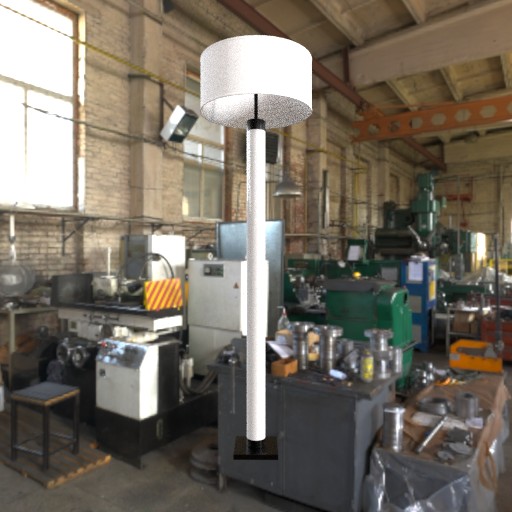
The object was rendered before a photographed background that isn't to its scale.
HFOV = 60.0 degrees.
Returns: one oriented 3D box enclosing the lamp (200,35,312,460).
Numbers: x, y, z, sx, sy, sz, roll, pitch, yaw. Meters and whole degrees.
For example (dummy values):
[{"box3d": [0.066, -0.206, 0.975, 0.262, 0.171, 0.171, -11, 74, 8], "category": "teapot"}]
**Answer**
[{"box3d": [0.000, 0.000, 1.673, 0.420, 1.475, 0.420, 0, 0, 1], "category": "lamp"}]
